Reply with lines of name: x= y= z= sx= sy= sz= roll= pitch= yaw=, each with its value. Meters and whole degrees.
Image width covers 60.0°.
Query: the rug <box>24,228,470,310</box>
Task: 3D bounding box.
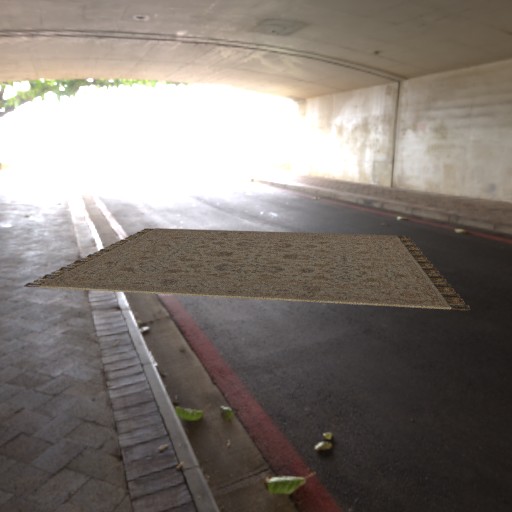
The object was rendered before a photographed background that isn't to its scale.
rug: x=0.000 y=0.000 z=2.286 sx=1.726 sy=0.009 sz=1.278 roll=2 pitch=14 yaw=9
